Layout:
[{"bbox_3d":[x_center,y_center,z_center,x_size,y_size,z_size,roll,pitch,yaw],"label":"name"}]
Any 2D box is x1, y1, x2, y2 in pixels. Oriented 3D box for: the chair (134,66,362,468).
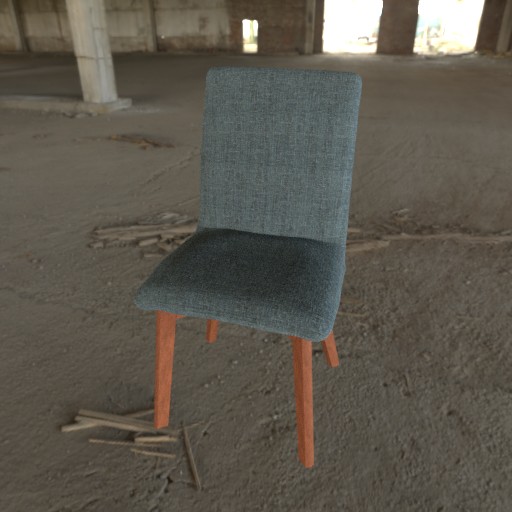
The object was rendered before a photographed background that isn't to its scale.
[{"bbox_3d":[0.000,0.000,1.285,0.522,0.974,0.563,8,28,15],"label":"chair"}]
